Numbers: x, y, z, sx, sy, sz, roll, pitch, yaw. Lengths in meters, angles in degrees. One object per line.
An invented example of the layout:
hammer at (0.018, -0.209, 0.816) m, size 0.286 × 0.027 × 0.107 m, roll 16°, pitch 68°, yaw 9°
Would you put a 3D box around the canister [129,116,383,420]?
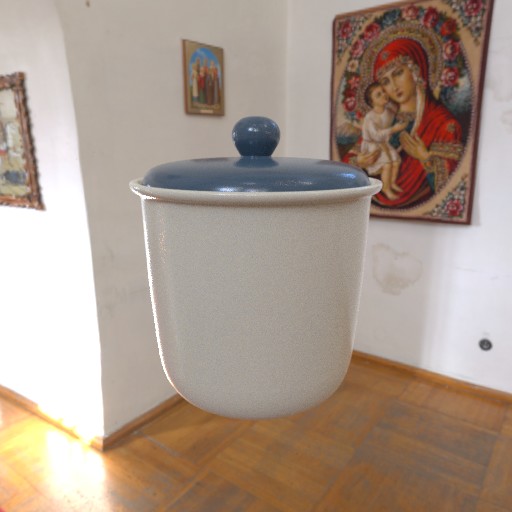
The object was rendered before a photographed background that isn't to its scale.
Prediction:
canister at (0.000, 0.000, 0.344) m, size 0.182 × 0.208 × 0.182 m, roll 0°, pitch 15°, yaw 0°
